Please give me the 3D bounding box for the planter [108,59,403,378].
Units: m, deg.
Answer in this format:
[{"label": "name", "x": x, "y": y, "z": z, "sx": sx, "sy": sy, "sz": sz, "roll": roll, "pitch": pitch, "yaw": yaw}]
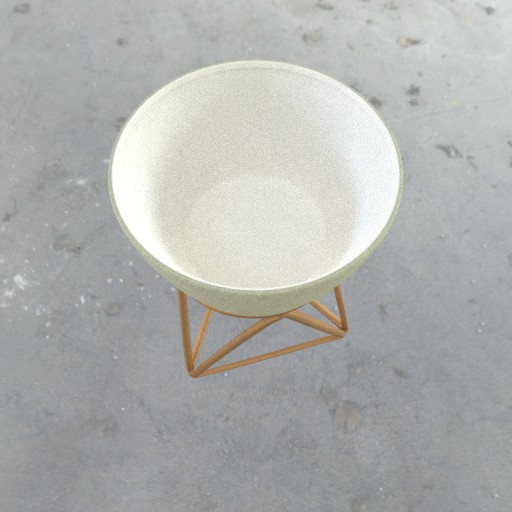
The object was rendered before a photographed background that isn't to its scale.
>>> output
[{"label": "planter", "x": 0.000, "y": 0.000, "z": 0.751, "sx": 0.350, "sy": 0.504, "sz": 0.350, "roll": -14, "pitch": 64, "yaw": -7}]
